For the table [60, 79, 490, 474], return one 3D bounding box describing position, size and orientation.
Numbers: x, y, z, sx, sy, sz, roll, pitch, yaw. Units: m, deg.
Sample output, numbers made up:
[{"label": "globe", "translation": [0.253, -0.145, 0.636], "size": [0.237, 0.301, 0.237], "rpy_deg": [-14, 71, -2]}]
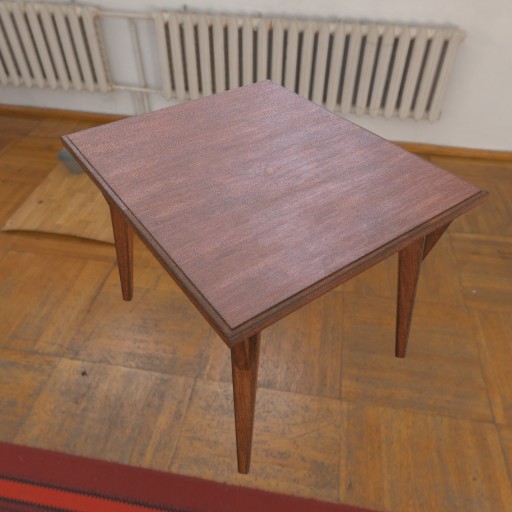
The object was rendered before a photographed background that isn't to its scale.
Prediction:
[{"label": "table", "translation": [0.000, 0.000, 1.558], "size": [0.838, 0.761, 0.991], "rpy_deg": [-26, 48, -26]}]
